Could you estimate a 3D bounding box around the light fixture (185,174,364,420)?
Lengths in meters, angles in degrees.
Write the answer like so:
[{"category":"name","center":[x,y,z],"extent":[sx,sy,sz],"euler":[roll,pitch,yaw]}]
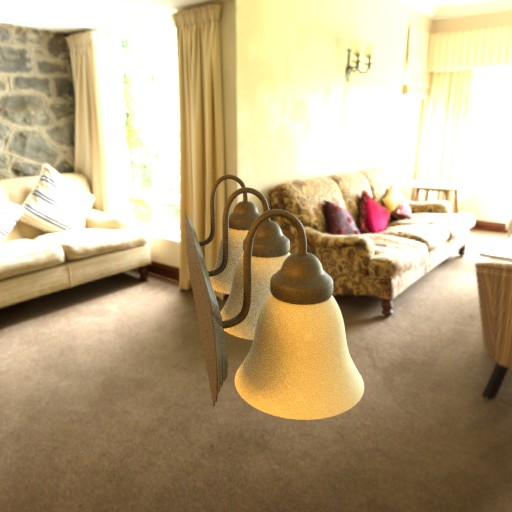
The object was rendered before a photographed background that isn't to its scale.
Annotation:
[{"category":"light fixture","center":[0.000,0.000,0.716],"extent":[0.199,0.222,0.610],"euler":[-3,17,-11]}]
